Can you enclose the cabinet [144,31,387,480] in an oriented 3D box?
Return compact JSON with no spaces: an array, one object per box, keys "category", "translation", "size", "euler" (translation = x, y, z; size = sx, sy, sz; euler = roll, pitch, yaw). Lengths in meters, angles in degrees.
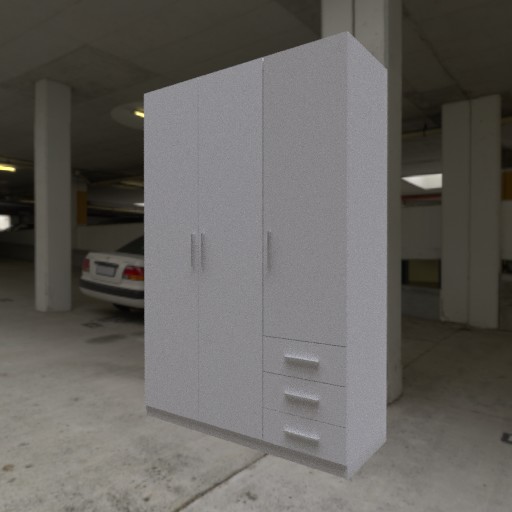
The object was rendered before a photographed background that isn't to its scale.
[{"category":"cabinet","translation":[0.000,0.000,2.449],"size":[1.290,1.910,0.510],"euler":[0,1,36]}]
